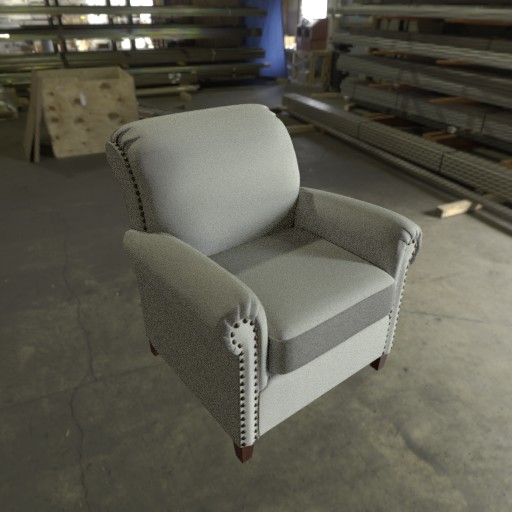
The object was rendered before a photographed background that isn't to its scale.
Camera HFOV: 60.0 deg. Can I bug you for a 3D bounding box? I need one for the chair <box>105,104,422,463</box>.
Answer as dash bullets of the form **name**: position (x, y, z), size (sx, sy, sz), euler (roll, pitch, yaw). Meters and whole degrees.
- **chair**: position (0.000, 0.000, 1.616), size (0.854, 0.927, 0.890), euler (-21, 36, -32)
